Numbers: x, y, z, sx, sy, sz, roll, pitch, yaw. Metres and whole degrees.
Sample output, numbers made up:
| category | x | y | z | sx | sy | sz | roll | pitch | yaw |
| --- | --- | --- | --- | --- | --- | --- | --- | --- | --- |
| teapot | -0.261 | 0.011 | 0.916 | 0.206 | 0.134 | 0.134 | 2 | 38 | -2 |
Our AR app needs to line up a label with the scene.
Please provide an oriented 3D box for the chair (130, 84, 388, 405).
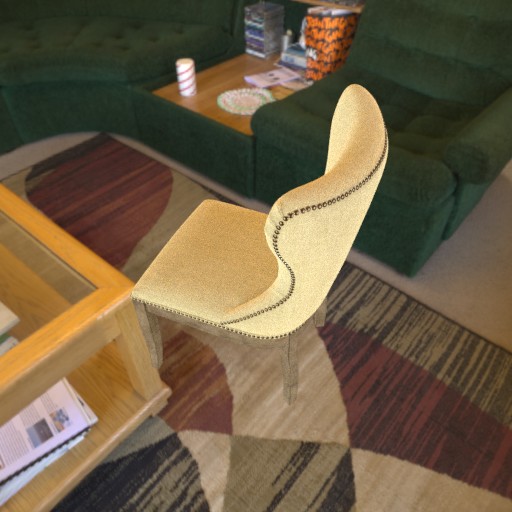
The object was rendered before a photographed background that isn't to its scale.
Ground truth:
| category | x | y | z | sx | sy | sz | roll | pitch | yaw |
| --- | --- | --- | --- | --- | --- | --- | --- | --- | --- |
| chair | 0.000 | 0.000 | 1.486 | 0.681 | 1.002 | 0.654 | 16 | 47 | 16 |
